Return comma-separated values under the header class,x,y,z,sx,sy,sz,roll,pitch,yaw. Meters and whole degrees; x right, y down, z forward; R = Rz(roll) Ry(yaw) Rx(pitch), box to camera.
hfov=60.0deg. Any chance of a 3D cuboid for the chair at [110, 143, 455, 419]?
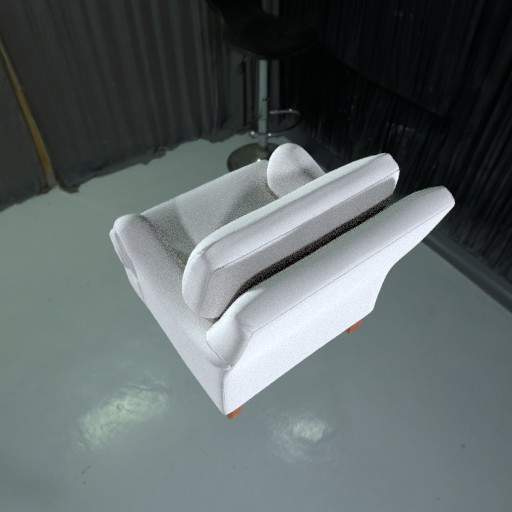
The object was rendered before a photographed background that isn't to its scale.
class,x,y,z,sx,sy,sz,roll,pitch,yaw
chair,0.000,0.000,1.908,0.955,1.038,1.070,-29,54,-24
